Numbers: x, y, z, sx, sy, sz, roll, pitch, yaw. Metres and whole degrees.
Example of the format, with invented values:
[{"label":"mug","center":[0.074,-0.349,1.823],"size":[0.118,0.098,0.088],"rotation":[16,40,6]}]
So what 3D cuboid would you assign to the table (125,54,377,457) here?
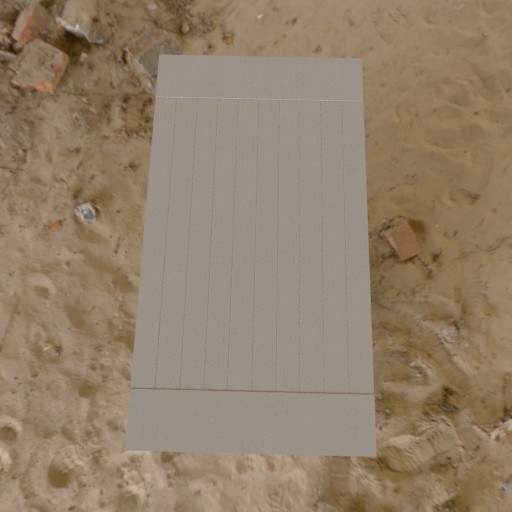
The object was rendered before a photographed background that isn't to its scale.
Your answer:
[{"label":"table","center":[0.000,0.000,1.392],"size":[0.600,0.495,1.062],"rotation":[1,76,0]}]
